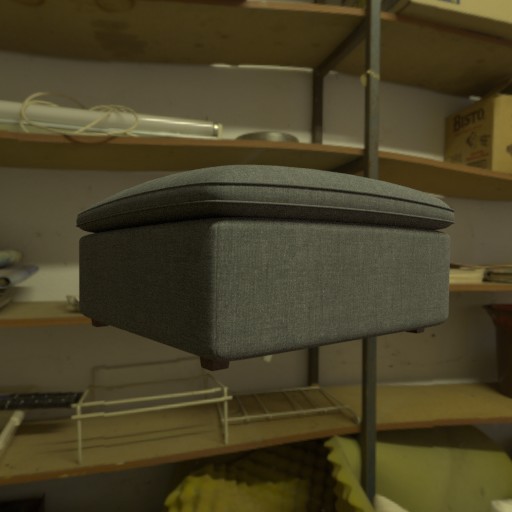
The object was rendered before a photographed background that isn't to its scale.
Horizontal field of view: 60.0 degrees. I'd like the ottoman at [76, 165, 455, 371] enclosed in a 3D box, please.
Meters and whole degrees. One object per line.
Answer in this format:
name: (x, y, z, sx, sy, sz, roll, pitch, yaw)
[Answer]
ottoman: (0.000, 0.000, 1.698, 1.067, 0.559, 1.067, 0, 0, -38)
